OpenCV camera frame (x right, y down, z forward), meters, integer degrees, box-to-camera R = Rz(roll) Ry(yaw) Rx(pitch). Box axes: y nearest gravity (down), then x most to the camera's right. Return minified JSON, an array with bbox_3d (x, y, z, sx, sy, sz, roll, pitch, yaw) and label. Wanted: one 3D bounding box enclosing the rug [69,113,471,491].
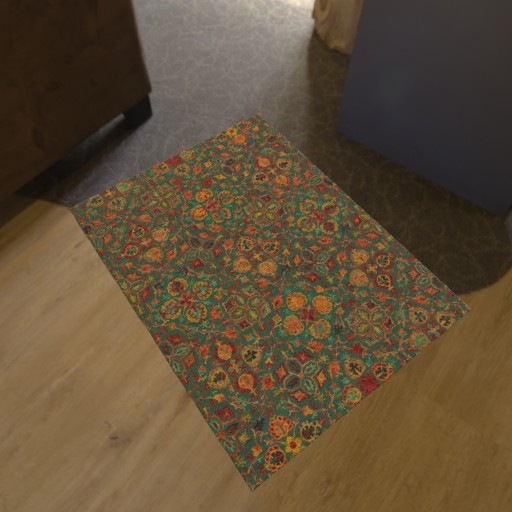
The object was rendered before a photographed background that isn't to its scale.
[{"bbox_3d":[0.000,0.000,4.261,2.434,0.025,3.204,-32,63,-18],"label":"rug"}]
